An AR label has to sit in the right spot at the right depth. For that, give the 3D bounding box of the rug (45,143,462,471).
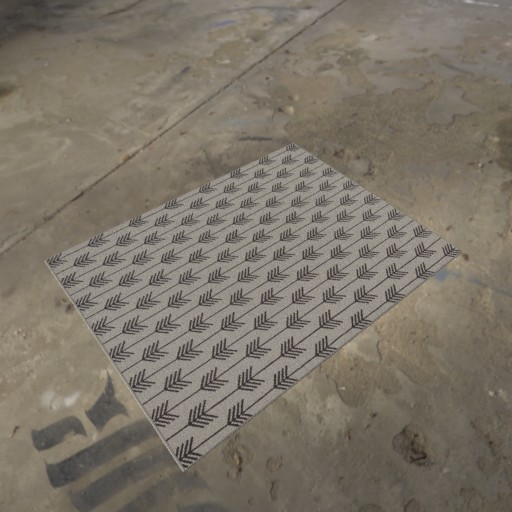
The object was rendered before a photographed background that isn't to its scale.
[{"bbox_3d":[0.000,0.000,4.066,3.061,0.010,2.330,-31,54,-25],"label":"rug"}]
